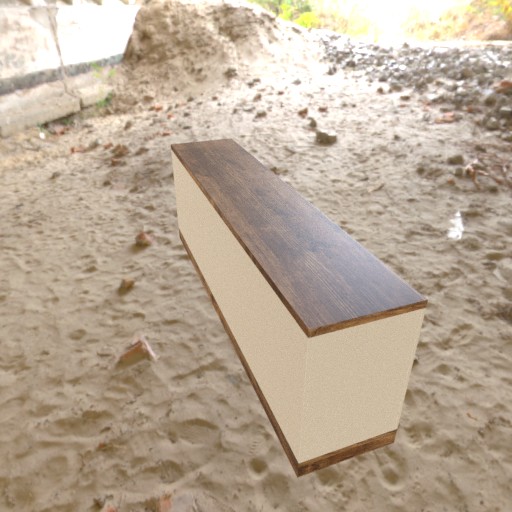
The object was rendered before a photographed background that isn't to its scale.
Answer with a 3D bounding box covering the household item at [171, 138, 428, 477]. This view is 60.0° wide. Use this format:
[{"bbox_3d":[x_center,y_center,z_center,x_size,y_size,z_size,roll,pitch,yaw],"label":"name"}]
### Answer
[{"bbox_3d":[0.000,0.000,2.077,0.390,0.615,1.800,-11,32,-18],"label":"household item"}]
